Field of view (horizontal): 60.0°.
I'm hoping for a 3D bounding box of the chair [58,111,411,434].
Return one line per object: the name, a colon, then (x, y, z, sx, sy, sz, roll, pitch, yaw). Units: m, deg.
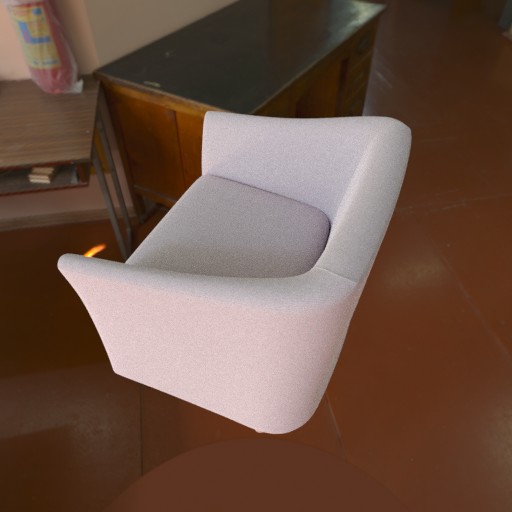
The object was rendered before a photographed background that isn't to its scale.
chair: (0.000, 0.000, 1.339, 0.700, 0.720, 0.790, 17, 48, 16)
